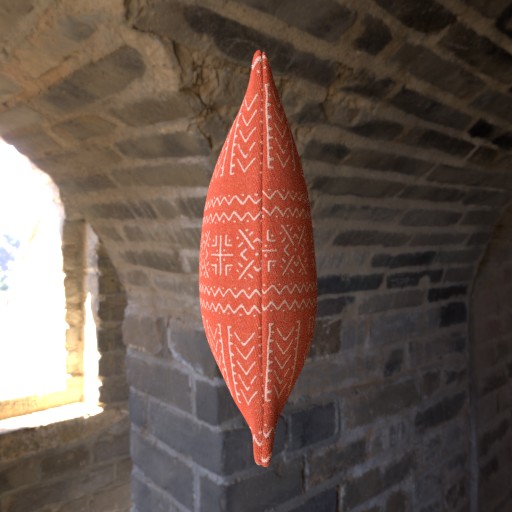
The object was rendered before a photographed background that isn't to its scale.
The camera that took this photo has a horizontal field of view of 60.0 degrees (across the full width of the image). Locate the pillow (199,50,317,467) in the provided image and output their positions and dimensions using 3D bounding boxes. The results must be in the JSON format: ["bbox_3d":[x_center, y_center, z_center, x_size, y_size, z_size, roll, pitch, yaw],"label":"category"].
[{"bbox_3d":[0.000,0.000,0.656,0.164,0.429,0.438,0,1,-2],"label":"pillow"}]
